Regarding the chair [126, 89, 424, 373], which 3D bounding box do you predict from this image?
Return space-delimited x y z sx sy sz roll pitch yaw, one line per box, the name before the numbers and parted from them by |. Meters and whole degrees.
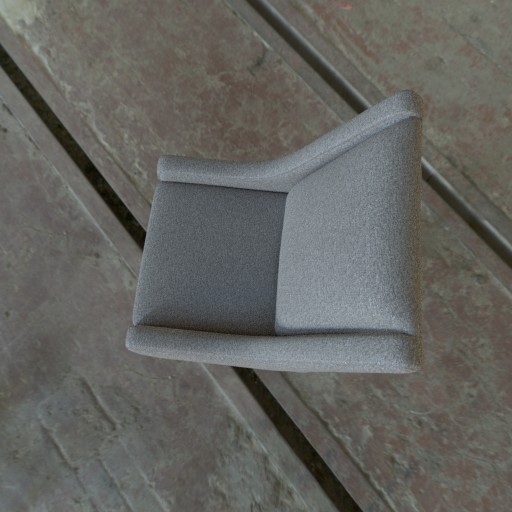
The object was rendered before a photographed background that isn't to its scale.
chair | 0.000 0.000 1.598 0.870 1.016 0.774 6 74 2
